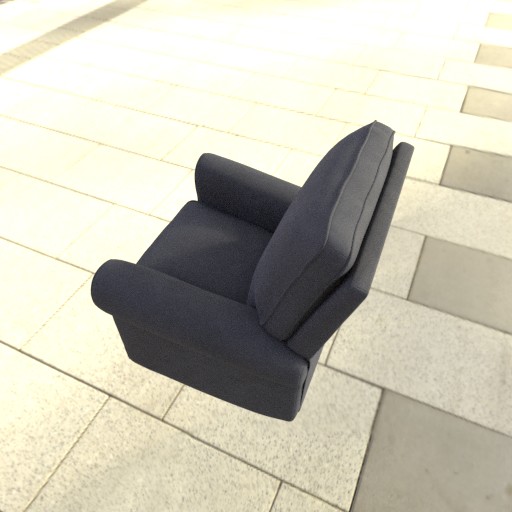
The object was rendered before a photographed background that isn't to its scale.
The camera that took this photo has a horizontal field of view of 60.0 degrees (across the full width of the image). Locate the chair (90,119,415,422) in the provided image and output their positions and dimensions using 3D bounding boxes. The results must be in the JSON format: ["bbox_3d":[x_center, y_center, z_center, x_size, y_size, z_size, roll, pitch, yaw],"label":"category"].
[{"bbox_3d":[0.000,0.000,1.674,0.878,0.961,0.890,17,48,16],"label":"chair"}]
